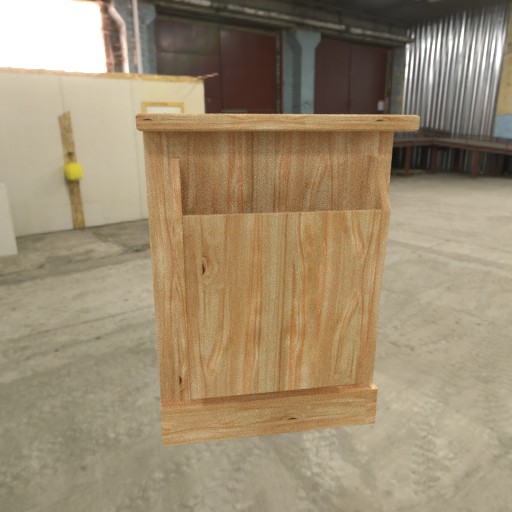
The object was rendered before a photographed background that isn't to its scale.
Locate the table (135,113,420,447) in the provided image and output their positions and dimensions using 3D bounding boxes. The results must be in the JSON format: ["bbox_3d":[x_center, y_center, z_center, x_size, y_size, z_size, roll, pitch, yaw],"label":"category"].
[{"bbox_3d":[0.000,0.000,0.869,0.380,0.515,0.530,-3,16,-9],"label":"table"}]
